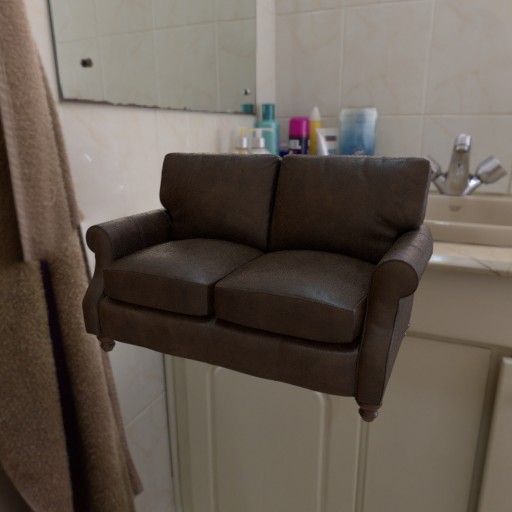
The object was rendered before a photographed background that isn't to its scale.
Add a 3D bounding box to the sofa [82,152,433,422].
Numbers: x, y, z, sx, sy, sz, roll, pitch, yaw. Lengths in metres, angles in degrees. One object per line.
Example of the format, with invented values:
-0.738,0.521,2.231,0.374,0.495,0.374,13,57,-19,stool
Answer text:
0.000,0.000,2.217,1.616,0.976,0.990,7,17,25,sofa
